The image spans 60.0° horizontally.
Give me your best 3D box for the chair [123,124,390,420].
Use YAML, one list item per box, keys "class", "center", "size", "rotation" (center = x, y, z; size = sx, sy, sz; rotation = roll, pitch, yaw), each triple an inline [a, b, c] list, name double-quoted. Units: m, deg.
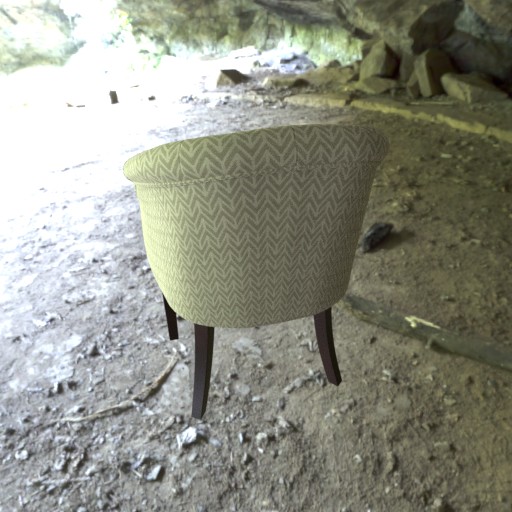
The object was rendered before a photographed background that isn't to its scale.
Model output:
- class: "chair"
  center: [0.000, 0.000, 1.317]
  size: [0.686, 0.858, 0.613]
  rotation: [-8, 29, -15]
